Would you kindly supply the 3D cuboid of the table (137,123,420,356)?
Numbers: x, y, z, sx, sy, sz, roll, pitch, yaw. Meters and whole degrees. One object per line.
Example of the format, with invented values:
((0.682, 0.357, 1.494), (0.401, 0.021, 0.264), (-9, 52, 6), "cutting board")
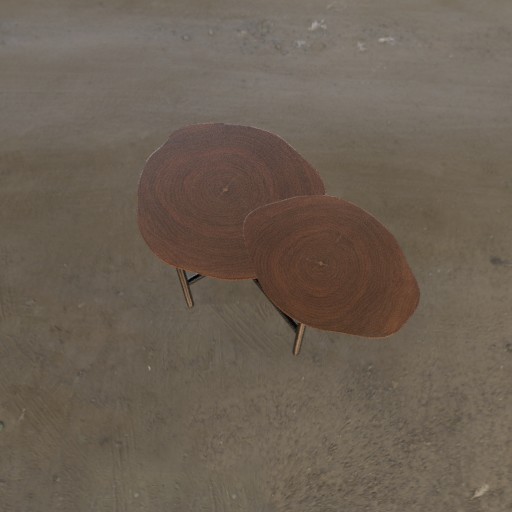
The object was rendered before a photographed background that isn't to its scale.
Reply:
((0.000, 0.000, 1.092), (0.442, 0.538, 0.759), (-30, 63, -17), "table")
